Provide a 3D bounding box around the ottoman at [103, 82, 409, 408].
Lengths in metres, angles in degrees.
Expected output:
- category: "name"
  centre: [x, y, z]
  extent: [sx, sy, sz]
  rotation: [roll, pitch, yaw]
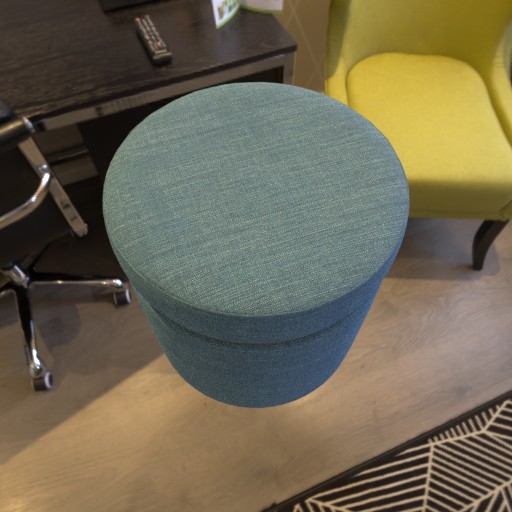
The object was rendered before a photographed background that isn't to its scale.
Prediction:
- category: "ottoman"
  centre: [0.000, 0.000, 0.729]
  extent: [0.398, 0.406, 0.398]
  rotation: [0, 58, 0]
